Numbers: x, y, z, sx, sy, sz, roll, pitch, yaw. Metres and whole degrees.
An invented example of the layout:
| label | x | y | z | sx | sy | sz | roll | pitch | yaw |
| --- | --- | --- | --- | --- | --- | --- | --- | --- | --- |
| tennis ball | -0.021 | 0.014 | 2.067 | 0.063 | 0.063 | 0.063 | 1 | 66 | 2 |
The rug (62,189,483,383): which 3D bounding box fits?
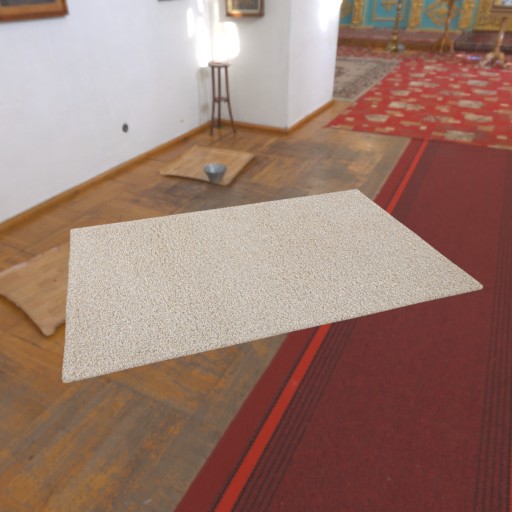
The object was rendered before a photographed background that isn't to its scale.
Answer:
| label | x | y | z | sx | sy | sz | roll | pitch | yaw |
| --- | --- | --- | --- | --- | --- | --- | --- | --- | --- |
| rug | 0.000 | 0.000 | 3.422 | 2.743 | 0.030 | 1.778 | -10 | 33 | -15 |
